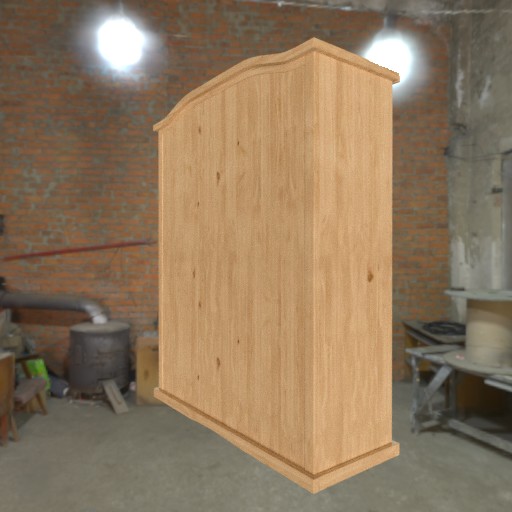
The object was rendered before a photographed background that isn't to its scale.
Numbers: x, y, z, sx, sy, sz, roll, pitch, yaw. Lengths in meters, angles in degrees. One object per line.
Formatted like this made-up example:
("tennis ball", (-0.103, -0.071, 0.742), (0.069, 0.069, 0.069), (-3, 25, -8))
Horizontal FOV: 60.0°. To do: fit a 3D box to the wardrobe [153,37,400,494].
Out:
("wardrobe", (0.000, 0.000, 2.511), (0.570, 1.870, 1.500), (0, 0, -37))
